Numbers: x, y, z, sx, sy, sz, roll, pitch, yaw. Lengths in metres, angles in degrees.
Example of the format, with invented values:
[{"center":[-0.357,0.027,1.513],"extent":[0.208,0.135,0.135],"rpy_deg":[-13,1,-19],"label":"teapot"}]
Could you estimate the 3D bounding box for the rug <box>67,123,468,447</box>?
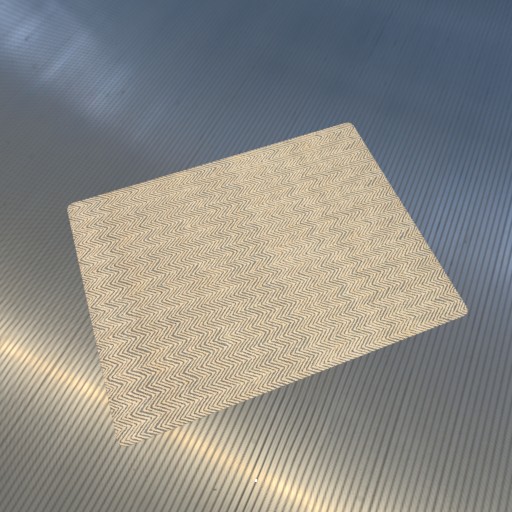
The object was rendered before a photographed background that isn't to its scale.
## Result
[{"center":[0.000,0.000,4.248],"extent":[3.207,0.014,2.439],"rpy_deg":[-18,65,-9],"label":"rug"}]
